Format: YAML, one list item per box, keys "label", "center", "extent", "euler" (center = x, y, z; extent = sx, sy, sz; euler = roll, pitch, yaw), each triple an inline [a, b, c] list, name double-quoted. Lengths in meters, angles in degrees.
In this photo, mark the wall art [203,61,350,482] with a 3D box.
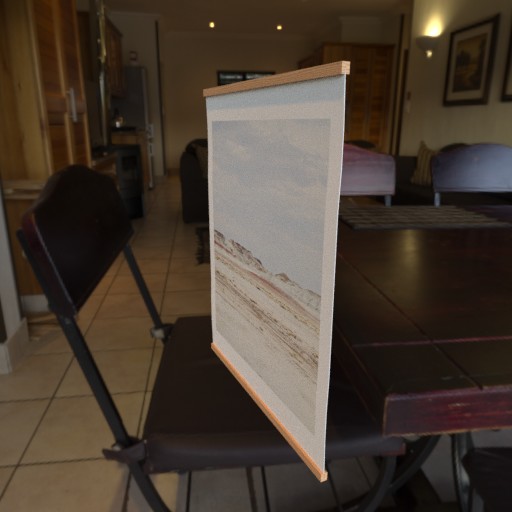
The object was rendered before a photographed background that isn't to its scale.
- label: "wall art"
  center: [0.000, 0.000, 0.682]
  extent: [0.010, 0.507, 0.404]
  euler: [-8, 18, -25]
